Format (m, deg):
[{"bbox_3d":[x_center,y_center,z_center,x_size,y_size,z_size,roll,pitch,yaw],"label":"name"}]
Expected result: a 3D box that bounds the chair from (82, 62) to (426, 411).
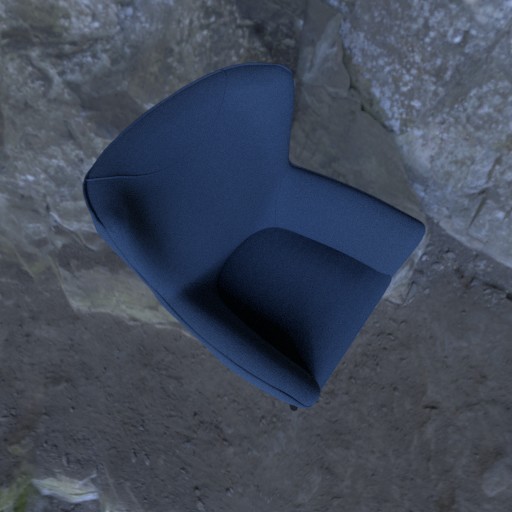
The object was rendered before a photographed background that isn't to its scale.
[{"bbox_3d":[0.000,0.000,1.560,0.888,0.933,0.781,32,63,18],"label":"chair"}]
